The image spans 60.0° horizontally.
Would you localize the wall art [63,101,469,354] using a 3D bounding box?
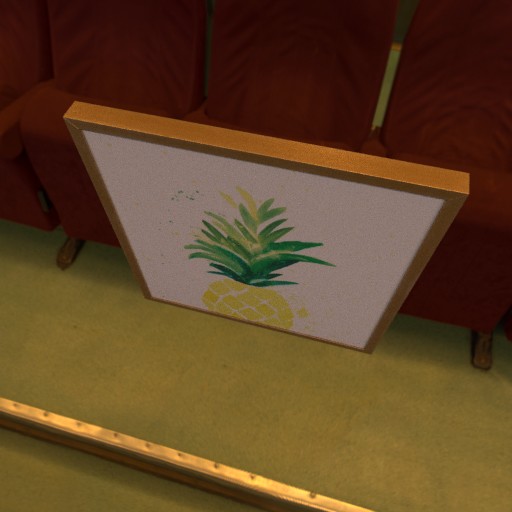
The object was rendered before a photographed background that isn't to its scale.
[{"bbox_3d":[0.000,0.000,0.761,0.510,0.509,0.033,13,58,8],"label":"wall art"}]
